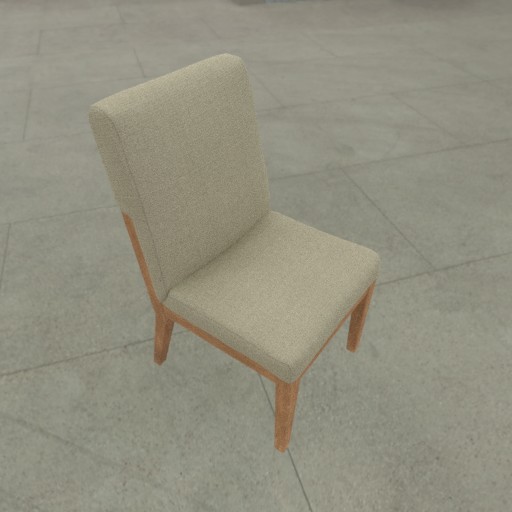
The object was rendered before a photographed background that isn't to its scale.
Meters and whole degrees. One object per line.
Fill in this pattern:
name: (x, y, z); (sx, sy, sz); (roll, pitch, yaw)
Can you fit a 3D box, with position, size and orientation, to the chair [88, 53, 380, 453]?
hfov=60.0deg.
chair: (0.000, 0.000, 1.265); (0.586, 0.911, 0.507); (26, 47, 27)
